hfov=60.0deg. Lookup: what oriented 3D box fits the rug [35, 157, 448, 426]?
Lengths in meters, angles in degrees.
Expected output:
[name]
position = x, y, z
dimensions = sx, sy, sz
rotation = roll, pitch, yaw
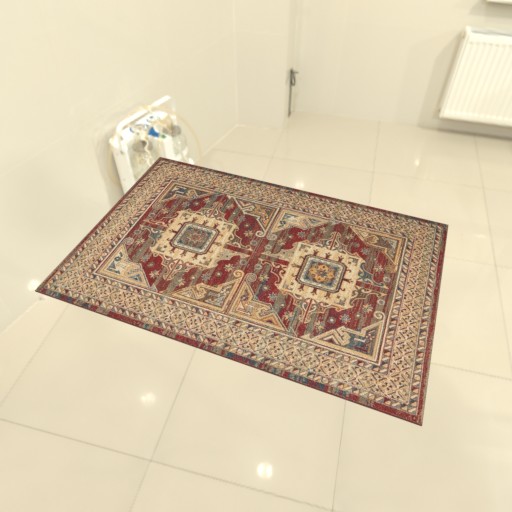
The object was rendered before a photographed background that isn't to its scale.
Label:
[rug]
position = 0.000, 0.000, 5.779
dimensions = 4.578, 0.033, 3.033
rotation = 16, 49, 14
